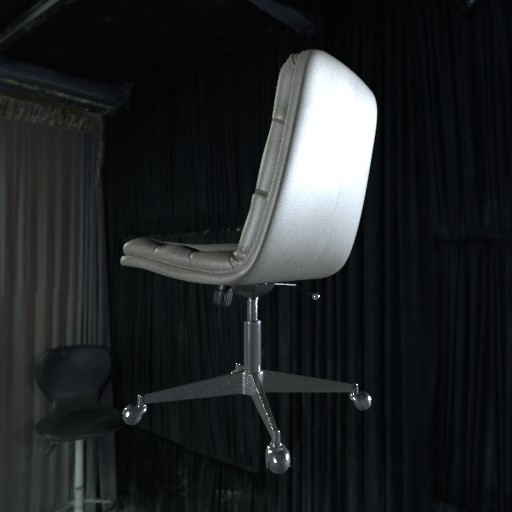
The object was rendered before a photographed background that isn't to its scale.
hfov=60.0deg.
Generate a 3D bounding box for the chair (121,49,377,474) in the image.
[{"bbox_3d":[0.000,0.000,1.013,0.485,0.738,0.422,0,0,34],"label":"chair"}]
